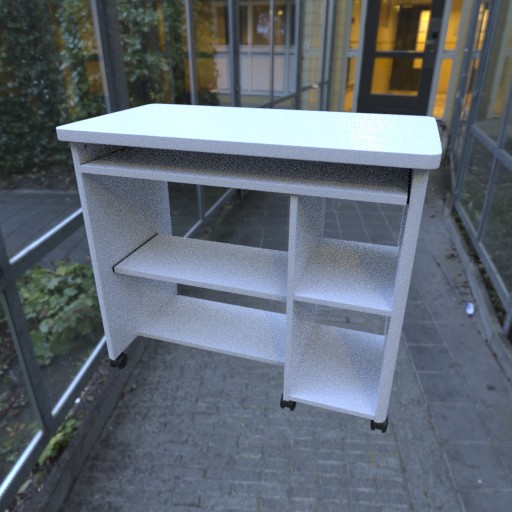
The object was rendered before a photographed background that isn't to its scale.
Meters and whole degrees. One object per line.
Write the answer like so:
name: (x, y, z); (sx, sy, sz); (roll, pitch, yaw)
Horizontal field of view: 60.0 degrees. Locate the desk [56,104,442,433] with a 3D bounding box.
desk: (0.000, 0.000, 1.301); (0.877, 0.763, 0.475); (8, 27, 16)
